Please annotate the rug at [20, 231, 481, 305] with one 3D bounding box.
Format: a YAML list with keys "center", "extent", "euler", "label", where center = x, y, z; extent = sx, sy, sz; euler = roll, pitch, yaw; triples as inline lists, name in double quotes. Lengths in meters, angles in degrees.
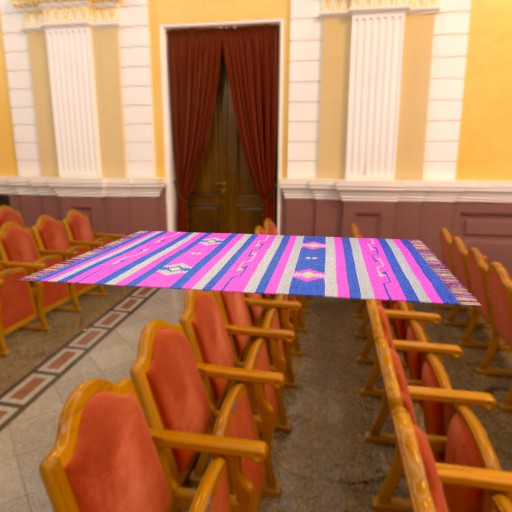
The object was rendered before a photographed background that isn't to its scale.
- center: [0.000, 0.000, 2.906]
  extent: [2.350, 0.013, 1.539]
  euler: [2, 13, 10]
  label: "rug"
